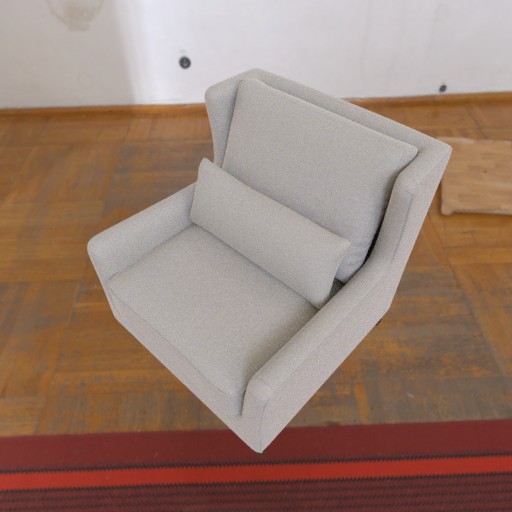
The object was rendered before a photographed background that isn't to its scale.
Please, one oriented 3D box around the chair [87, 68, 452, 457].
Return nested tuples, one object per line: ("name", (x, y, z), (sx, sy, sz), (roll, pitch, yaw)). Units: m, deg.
("chair", (0.000, 0.000, 1.843), (0.982, 1.056, 1.040), (34, 55, 28))
